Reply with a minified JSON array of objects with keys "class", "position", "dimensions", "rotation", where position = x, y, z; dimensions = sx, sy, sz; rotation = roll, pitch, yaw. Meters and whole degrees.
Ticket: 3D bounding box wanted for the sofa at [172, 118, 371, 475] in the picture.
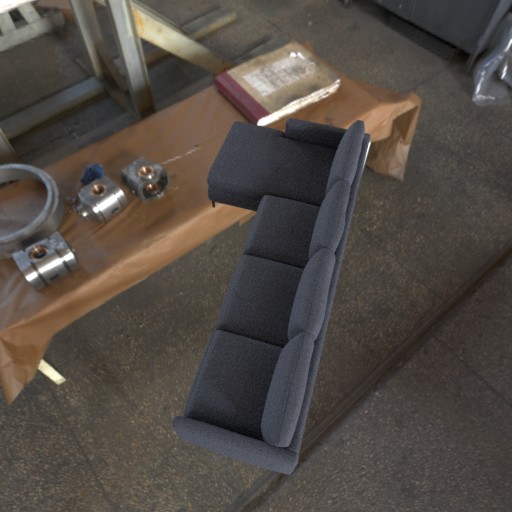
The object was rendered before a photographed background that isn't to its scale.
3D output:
[{"class":"sofa","position":[0.000,0.000,2.982],"dimensions":[1.125,0.673,2.445],"rotation":[14,59,9]}]
